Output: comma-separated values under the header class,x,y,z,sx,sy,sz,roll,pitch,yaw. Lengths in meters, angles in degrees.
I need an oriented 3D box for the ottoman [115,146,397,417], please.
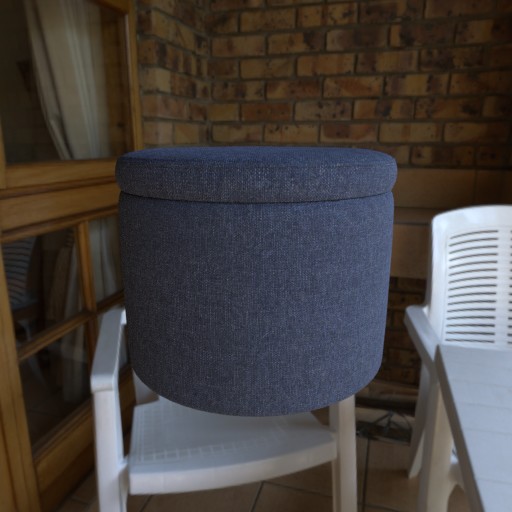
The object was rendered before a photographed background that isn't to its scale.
class,x,y,z,sx,sy,sz,roll,pitch,yaw
ottoman,0.000,0.000,0.894,0.520,0.430,0.520,0,15,0
